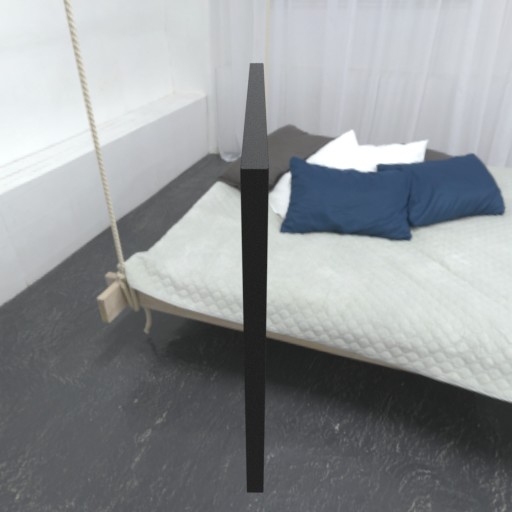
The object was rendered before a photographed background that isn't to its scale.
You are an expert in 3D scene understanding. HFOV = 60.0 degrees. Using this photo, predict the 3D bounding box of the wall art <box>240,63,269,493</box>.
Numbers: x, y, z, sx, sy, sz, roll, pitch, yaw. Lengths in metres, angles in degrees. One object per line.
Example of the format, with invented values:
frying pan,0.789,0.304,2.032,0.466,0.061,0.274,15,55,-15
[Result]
wall art,0.000,0.000,1.099,0.037,0.763,0.763,0,33,0
